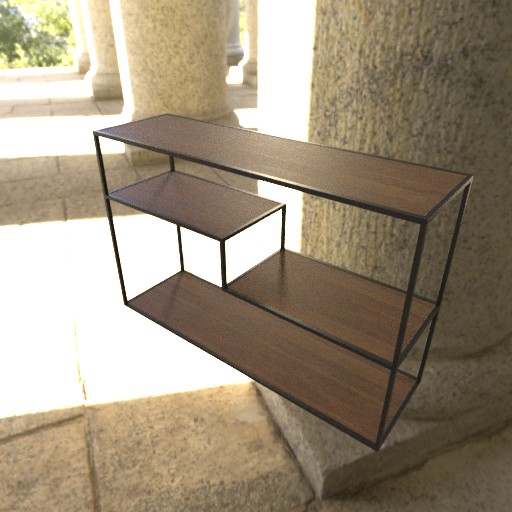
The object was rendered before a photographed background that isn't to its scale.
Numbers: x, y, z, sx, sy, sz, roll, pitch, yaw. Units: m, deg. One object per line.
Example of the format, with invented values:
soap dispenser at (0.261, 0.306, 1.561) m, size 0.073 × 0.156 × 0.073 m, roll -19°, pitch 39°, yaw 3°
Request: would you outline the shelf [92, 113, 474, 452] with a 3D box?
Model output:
shelf at (0.000, 0.000, 1.571) m, size 1.201 × 0.765 × 0.361 m, roll 21°, pitch 36°, yaw 32°
